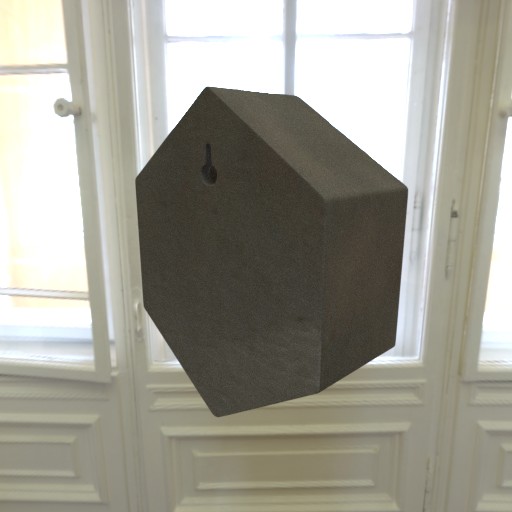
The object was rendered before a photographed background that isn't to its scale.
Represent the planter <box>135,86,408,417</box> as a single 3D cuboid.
[{"bbox_3d":[0.000,0.000,0.294,0.077,0.206,0.169,-13,19,-42],"label":"planter"}]
